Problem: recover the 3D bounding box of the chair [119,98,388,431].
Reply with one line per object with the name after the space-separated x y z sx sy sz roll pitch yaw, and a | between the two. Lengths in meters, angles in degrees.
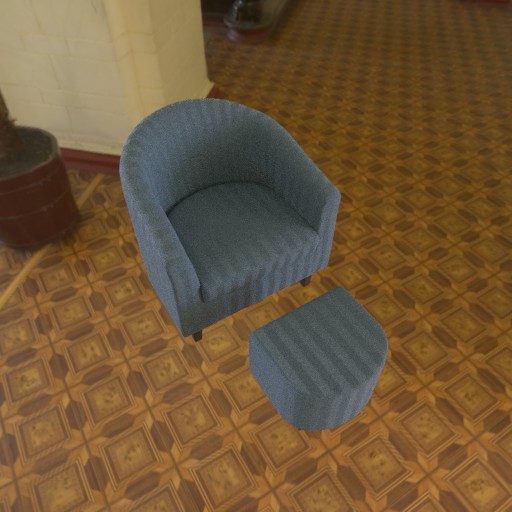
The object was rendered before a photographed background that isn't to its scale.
0.000 0.000 1.765 0.756 0.757 1.288 -25 51 -21 | chair
